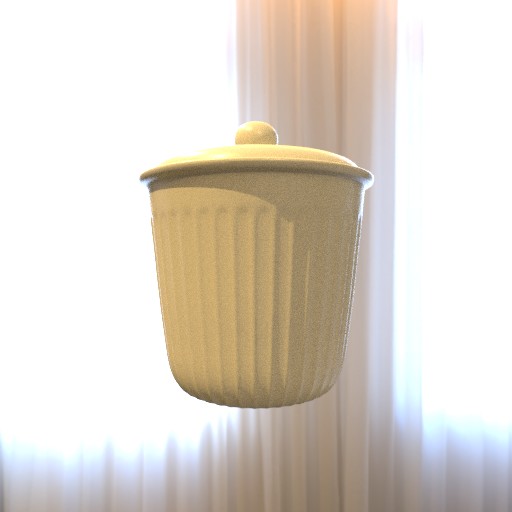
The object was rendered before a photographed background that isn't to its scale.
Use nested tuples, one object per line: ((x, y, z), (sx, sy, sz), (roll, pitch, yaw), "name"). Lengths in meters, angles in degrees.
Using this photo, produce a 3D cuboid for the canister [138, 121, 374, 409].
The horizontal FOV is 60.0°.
((0.000, 0.000, 0.352), (0.181, 0.211, 0.181), (0, 0, 0), "canister")
